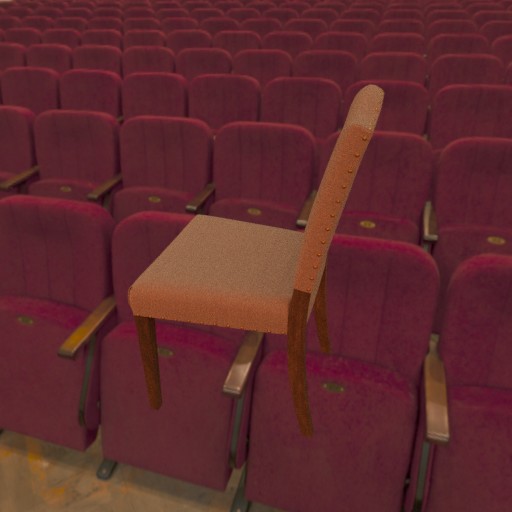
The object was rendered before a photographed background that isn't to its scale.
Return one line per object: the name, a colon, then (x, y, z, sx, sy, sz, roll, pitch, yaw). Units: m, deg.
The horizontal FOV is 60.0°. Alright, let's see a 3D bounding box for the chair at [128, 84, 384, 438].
chair: (0.000, 0.000, 1.361, 0.620, 1.020, 0.508, 9, 33, 14)
